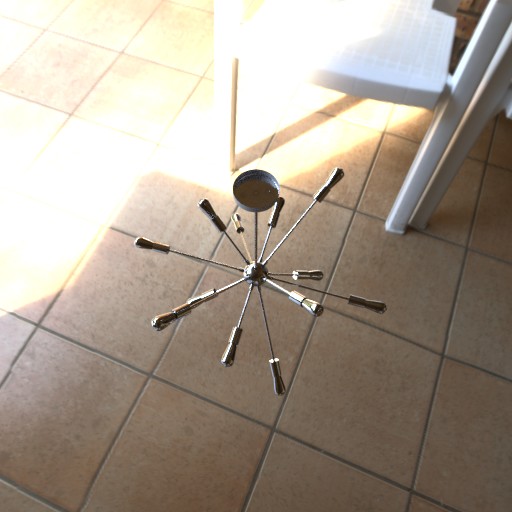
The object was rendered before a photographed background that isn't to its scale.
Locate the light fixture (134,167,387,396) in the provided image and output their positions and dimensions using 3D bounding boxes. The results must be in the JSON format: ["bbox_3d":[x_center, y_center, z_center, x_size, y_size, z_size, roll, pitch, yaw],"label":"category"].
[{"bbox_3d":[0.000,0.000,1.061,0.684,0.558,0.509,15,65,7],"label":"light fixture"}]
